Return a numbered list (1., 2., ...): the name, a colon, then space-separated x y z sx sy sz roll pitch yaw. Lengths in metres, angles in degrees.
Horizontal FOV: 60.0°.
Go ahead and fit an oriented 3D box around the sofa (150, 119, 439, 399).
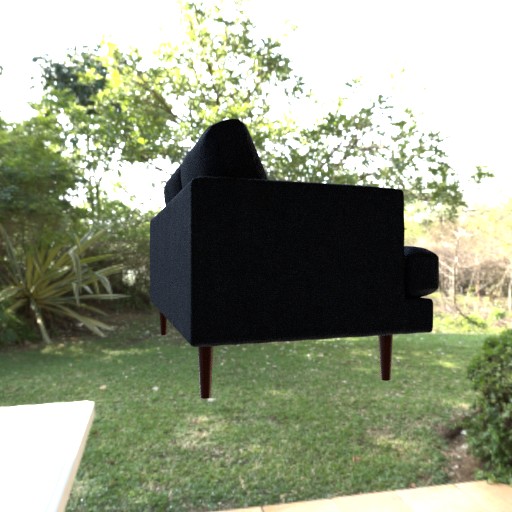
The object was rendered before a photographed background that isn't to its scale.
1. sofa: 0.000 0.000 2.182 0.903 0.944 1.582 0 0 -18
